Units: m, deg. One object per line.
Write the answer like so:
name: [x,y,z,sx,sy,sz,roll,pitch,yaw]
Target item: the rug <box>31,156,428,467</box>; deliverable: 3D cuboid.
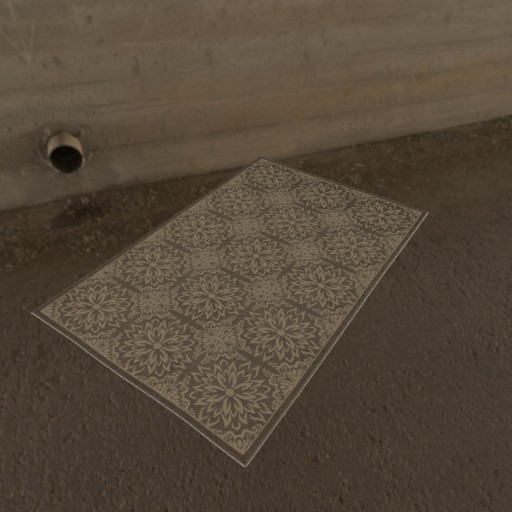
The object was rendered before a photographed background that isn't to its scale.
rug: [0.000,0.000,3.479,1.819,0.018,2.746,25,46,26]
